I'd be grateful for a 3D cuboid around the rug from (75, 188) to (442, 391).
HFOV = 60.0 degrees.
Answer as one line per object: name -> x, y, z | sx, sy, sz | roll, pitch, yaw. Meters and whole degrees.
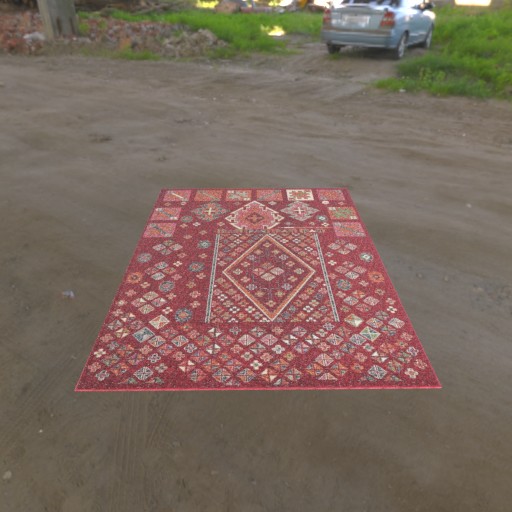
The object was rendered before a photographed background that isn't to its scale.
rug -> 0.000, 0.000, 4.287 | 2.389, 0.011, 3.306 | 0, 32, -1
